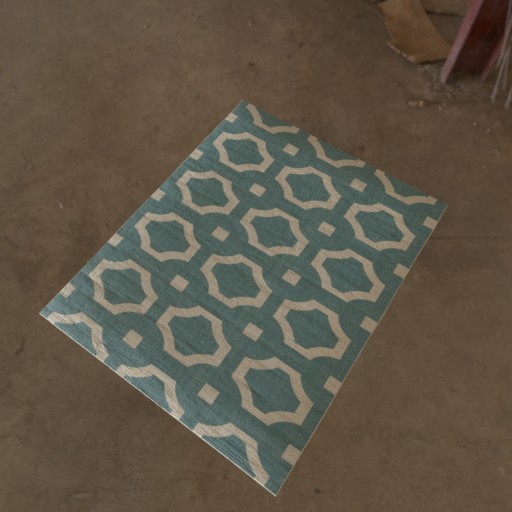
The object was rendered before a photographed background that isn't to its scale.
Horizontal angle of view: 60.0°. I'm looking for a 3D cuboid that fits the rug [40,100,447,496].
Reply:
[{"bbox_3d":[0.000,0.000,4.090,2.466,0.021,3.049,32,68,15],"label":"rug"}]
